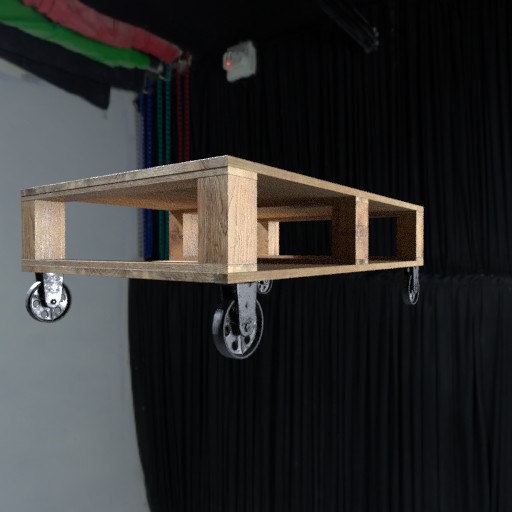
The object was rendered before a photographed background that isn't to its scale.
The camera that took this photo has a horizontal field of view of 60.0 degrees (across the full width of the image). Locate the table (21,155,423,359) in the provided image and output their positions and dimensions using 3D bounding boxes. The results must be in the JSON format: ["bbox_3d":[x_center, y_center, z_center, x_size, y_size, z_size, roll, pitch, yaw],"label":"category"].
[{"bbox_3d":[0.000,0.000,1.632,0.827,0.413,1.299,1,1,37],"label":"table"}]
